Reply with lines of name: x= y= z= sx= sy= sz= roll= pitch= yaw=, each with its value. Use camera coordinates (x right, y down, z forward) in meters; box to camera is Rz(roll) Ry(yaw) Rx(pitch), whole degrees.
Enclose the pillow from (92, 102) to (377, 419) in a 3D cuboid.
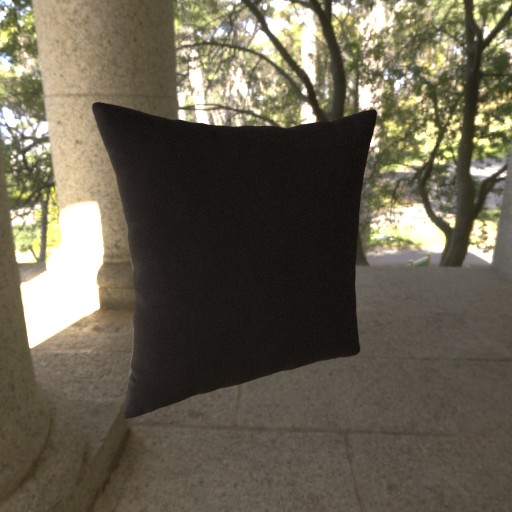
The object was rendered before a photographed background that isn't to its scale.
pillow: x=0.000 y=0.000 z=0.793 sx=0.511 sy=0.509 sz=0.161 roll=-8 pitch=18 yaw=-26
